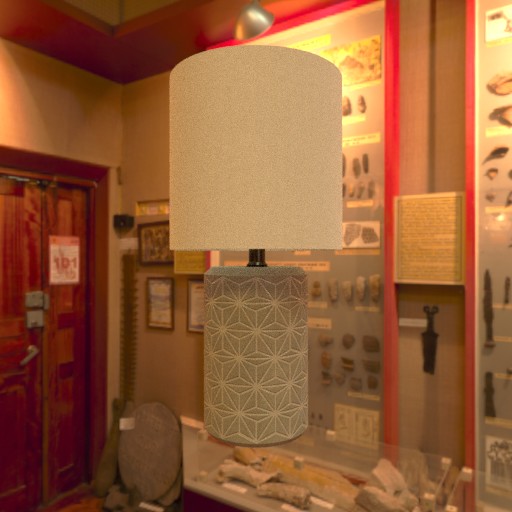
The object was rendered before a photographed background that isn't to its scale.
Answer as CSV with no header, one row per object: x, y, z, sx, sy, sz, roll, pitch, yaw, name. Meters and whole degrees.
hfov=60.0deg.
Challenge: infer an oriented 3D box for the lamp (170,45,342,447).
0.000,0.000,0.539,0.206,0.416,0.206,0,0,35,lamp
